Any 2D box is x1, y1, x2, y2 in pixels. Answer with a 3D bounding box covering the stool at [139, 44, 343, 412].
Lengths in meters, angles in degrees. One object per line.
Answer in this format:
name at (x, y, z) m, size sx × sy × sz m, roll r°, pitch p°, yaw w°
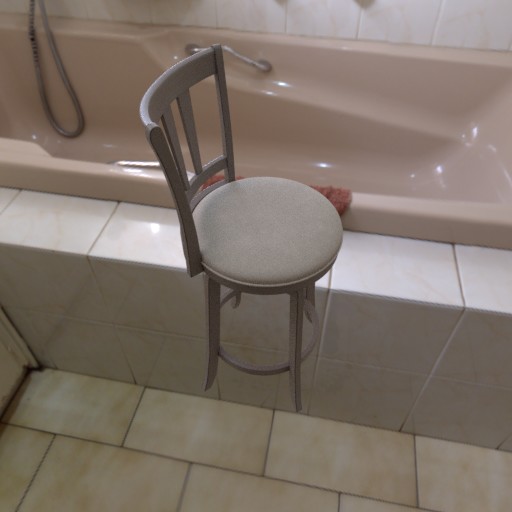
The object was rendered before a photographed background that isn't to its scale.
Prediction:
stool at (0.000, 0.000, 1.300) m, size 0.475 × 1.023 × 0.436 m, roll 10°, pitch 46°, yaw 9°
